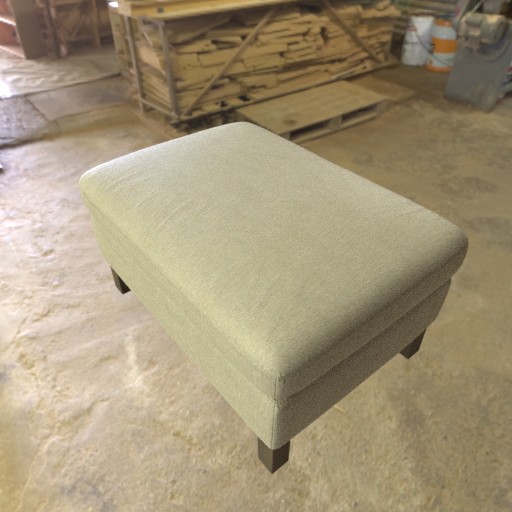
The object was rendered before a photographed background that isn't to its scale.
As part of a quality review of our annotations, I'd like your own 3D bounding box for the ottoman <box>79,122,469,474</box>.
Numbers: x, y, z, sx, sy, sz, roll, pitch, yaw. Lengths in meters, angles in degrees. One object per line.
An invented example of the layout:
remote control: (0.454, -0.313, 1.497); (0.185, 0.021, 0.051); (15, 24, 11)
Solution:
ottoman: (0.000, 0.000, 1.025); (0.528, 0.404, 0.735); (-27, 46, -29)
